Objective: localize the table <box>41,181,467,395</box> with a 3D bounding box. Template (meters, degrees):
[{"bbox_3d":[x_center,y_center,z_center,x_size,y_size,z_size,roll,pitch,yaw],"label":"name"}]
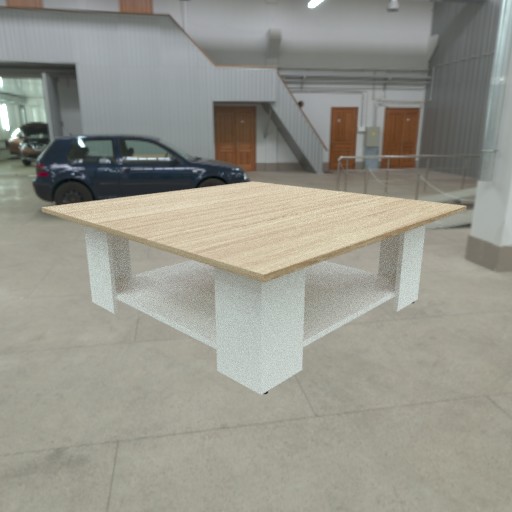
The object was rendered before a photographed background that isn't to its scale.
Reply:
[{"bbox_3d":[0.000,0.000,1.354,0.890,0.305,0.890,15,22,42],"label":"table"}]
